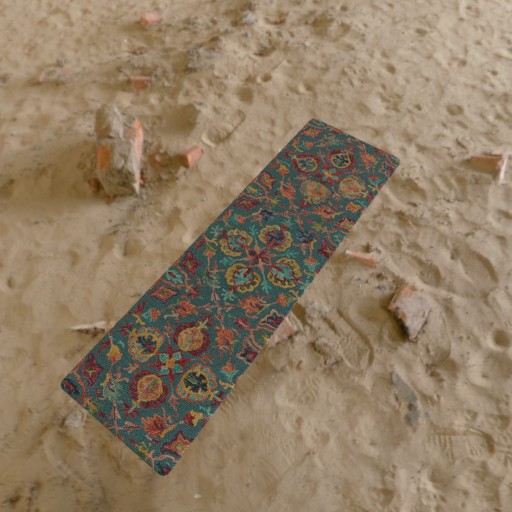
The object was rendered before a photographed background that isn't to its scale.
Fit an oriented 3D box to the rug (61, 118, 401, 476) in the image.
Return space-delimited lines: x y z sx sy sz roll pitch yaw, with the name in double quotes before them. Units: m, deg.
"rug" 0.000 0.000 2.496 0.686 0.013 2.286 32 64 18
